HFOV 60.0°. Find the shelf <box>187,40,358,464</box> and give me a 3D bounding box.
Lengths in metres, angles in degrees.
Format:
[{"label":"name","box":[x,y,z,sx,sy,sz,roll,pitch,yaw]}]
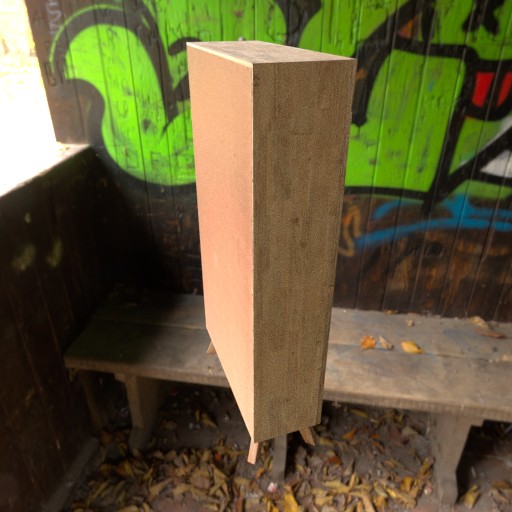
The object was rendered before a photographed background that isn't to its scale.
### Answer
[{"label":"shelf","box":[0.000,0.000,1.733,0.308,1.471,0.748,-10,31,-17]}]
